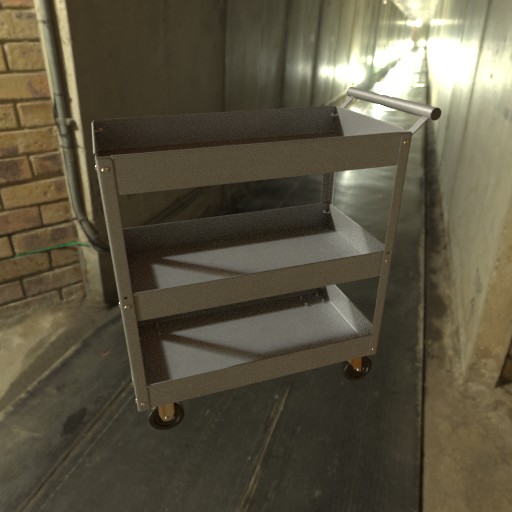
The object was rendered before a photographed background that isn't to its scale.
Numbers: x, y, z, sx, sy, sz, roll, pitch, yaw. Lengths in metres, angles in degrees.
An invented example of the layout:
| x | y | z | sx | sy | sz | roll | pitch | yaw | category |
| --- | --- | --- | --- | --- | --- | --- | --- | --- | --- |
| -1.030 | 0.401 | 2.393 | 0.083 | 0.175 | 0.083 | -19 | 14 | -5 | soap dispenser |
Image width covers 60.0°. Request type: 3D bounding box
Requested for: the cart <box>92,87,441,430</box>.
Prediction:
| x | y | z | sx | sy | sz | roll | pitch | yaw | category |
| --- | --- | --- | --- | --- | --- | --- | --- | --- | --- |
| 0.000 | 0.000 | 1.181 | 0.719 | 0.780 | 0.366 | -9 | 29 | -17 | cart |
